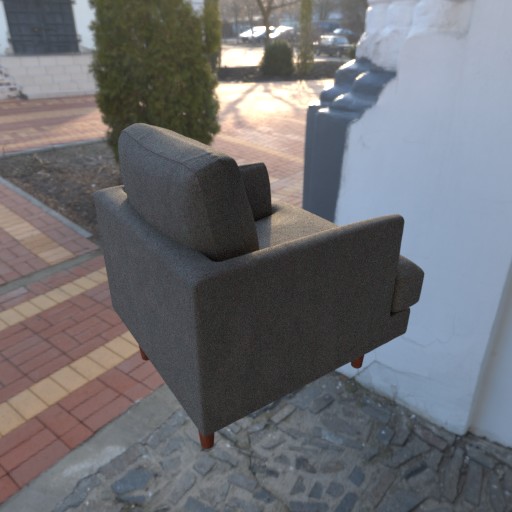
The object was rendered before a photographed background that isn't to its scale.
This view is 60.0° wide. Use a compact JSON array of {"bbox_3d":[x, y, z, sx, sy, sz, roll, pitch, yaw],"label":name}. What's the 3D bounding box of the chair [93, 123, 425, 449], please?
[{"bbox_3d":[0.000,0.000,1.641,0.899,0.957,0.858,-17,32,-30],"label":"chair"}]
